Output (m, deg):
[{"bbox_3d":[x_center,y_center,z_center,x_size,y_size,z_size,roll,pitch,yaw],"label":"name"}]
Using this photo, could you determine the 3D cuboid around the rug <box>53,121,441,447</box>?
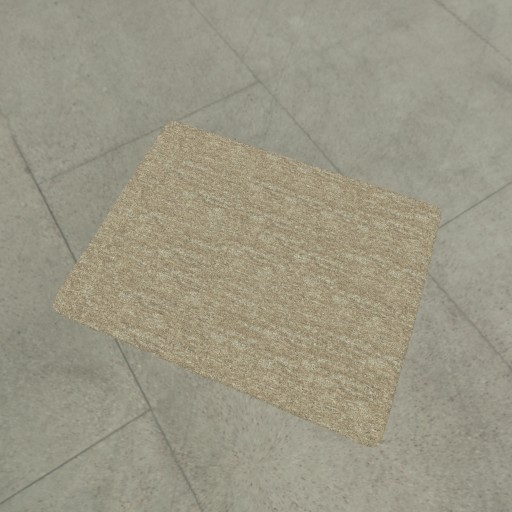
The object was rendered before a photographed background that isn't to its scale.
[{"bbox_3d":[0.000,0.000,3.882,2.873,0.050,2.242,20,66,9],"label":"rug"}]
